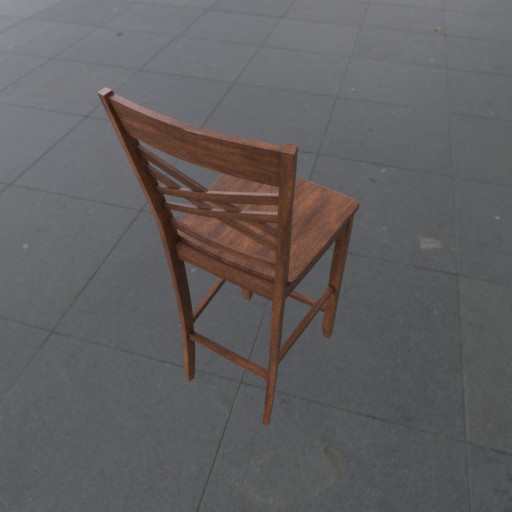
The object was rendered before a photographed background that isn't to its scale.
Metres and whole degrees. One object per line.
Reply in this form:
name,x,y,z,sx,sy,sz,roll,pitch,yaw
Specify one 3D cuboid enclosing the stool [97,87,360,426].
stool,0.000,0.000,1.307,0.426,1.098,0.504,23,50,21
